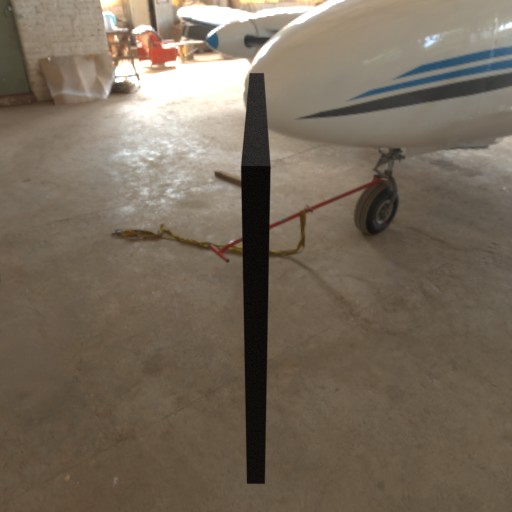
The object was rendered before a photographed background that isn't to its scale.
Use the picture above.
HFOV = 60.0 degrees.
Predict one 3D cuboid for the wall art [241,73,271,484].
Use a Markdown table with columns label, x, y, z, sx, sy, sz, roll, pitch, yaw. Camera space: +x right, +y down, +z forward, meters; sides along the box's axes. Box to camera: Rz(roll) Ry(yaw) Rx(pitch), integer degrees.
| label | x | y | z | sx | sy | sz | roll | pitch | yaw |
| --- | --- | --- | --- | --- | --- | --- | --- | --- | --- |
| wall art | 0.000 | 0.000 | 1.138 | 0.044 | 0.758 | 0.758 | 0 | 32 | 0 |
